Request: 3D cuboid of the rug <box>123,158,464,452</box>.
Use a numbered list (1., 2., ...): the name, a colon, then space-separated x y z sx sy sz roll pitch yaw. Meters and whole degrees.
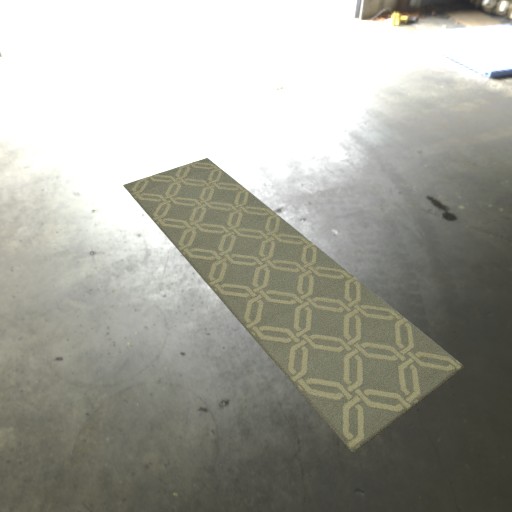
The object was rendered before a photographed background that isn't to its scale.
1. rug: 0.000 0.000 2.525 0.678 0.014 2.276 -25 47 -25
